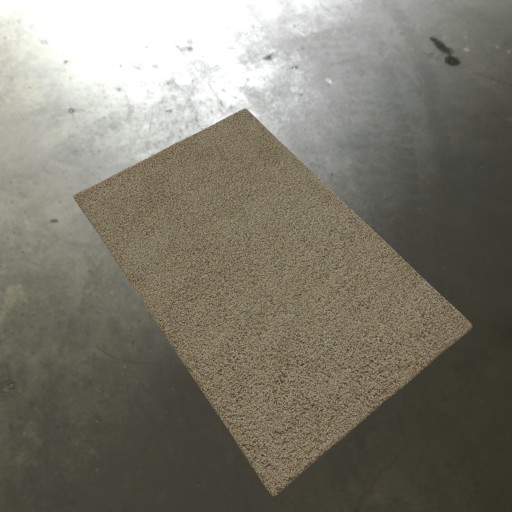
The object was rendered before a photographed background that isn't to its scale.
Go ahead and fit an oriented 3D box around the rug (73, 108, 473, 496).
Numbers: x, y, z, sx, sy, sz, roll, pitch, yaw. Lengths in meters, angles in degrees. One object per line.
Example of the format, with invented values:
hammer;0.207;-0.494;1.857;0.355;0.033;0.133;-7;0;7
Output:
rug;0.000;0.000;3.401;1.778;0.030;2.743;-33;65;-17
